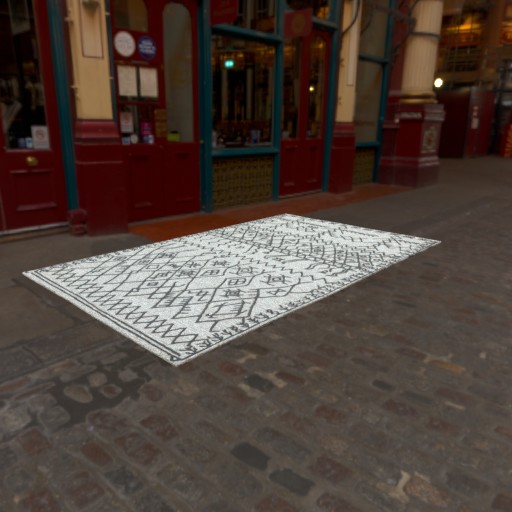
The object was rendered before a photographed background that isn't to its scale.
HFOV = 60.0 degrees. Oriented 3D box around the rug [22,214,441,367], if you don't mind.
[{"bbox_3d":[0.000,0.000,4.671,2.393,0.019,3.824,15,23,41],"label":"rug"}]
